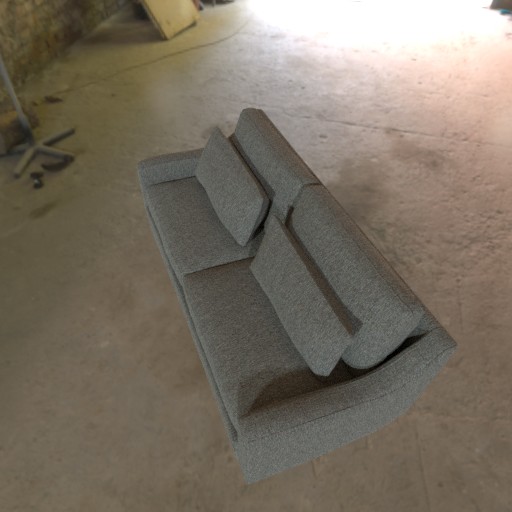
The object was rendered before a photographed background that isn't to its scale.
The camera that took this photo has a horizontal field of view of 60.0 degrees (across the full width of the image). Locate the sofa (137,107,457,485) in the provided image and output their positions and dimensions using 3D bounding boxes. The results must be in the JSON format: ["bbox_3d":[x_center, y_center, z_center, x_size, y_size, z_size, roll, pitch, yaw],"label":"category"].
[{"bbox_3d":[0.000,0.000,2.955,1.103,0.998,2.418,-17,50,-15],"label":"sofa"}]
